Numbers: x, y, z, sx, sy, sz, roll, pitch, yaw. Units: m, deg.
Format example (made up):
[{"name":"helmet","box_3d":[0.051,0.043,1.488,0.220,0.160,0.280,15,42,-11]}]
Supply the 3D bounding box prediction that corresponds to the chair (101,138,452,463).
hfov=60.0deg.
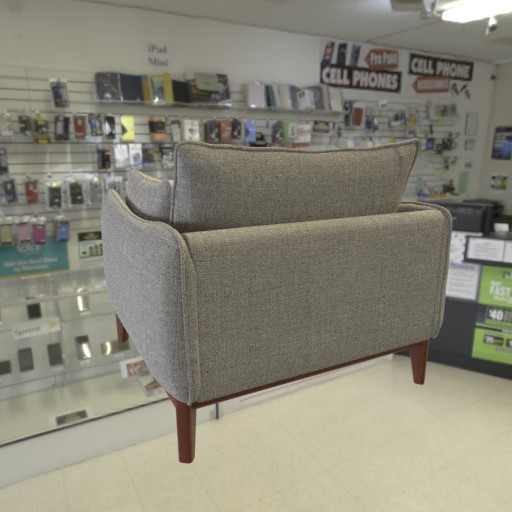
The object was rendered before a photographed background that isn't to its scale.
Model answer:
[{"name":"chair","box_3d":[0.000,0.000,1.643,0.993,0.839,0.976,-7,16,-27]}]
